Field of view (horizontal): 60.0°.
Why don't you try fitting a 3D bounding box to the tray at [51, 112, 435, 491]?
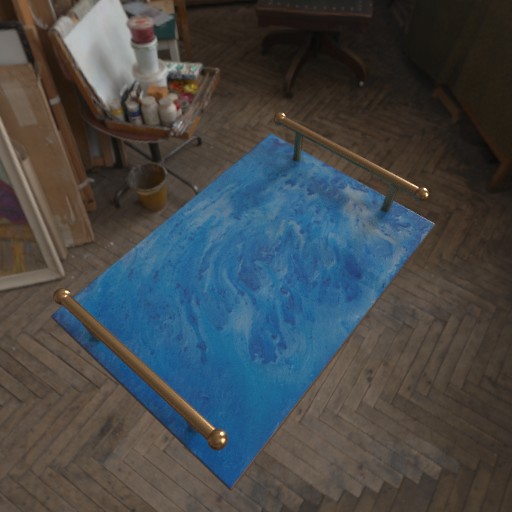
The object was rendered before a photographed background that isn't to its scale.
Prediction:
[{"bbox_3d":[0.000,0.000,0.576,0.304,0.084,0.444,35,63,21],"label":"tray"}]
